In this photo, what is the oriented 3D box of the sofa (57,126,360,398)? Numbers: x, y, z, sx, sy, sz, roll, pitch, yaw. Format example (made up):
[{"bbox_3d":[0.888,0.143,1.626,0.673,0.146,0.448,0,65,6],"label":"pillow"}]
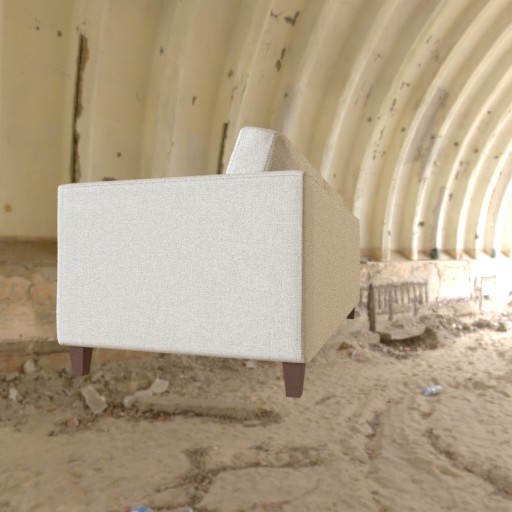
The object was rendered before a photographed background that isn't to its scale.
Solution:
[{"bbox_3d":[0.000,0.000,2.404,0.965,0.889,1.981,0,0,18],"label":"sofa"}]
